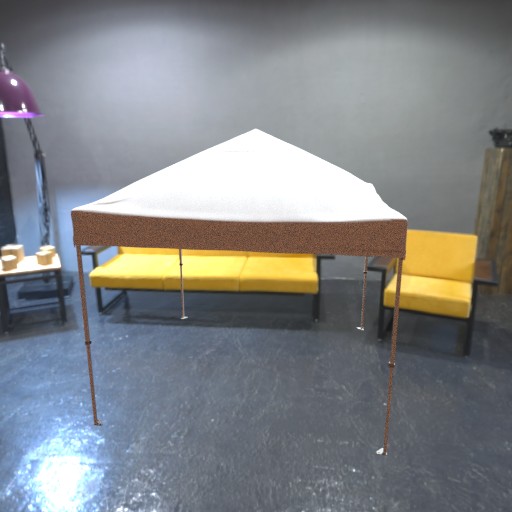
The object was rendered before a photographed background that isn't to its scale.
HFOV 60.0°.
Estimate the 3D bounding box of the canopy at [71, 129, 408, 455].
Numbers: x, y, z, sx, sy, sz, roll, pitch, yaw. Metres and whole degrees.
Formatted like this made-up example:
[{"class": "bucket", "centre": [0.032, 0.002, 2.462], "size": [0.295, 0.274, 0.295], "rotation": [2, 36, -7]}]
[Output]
[{"class": "canopy", "centre": [0.000, 0.000, 5.433], "size": [2.998, 2.997, 2.996], "rotation": [2, 15, 9]}]
